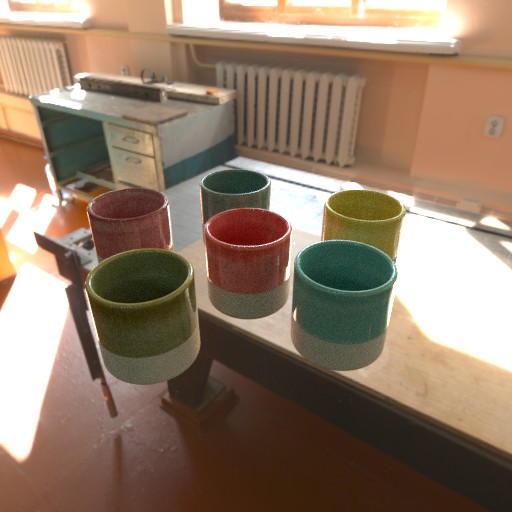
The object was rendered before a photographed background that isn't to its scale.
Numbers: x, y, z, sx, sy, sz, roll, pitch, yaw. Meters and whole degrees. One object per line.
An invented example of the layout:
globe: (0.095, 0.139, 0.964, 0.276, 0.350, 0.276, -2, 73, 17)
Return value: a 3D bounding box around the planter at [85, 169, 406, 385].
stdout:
planter: (0.000, 0.000, 0.406, 0.286, 0.075, 0.257, -10, 33, -17)
